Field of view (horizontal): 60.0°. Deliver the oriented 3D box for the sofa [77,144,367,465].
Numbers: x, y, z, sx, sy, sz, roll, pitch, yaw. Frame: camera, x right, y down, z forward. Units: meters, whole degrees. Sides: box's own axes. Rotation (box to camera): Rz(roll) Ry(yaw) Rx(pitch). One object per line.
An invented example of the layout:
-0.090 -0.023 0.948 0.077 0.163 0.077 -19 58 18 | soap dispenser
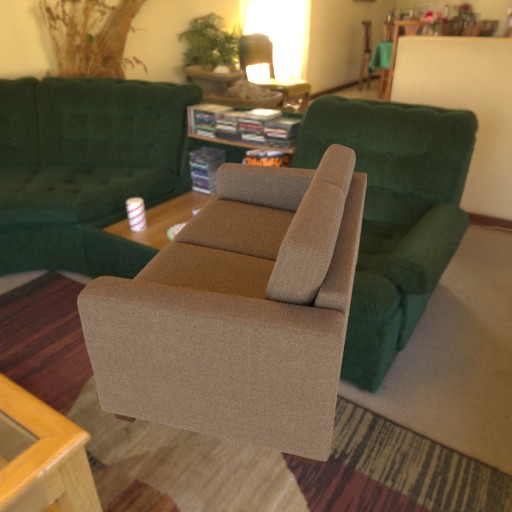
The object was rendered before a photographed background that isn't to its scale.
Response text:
0.000 0.000 2.050 0.900 0.800 1.520 7 30 13 | sofa
